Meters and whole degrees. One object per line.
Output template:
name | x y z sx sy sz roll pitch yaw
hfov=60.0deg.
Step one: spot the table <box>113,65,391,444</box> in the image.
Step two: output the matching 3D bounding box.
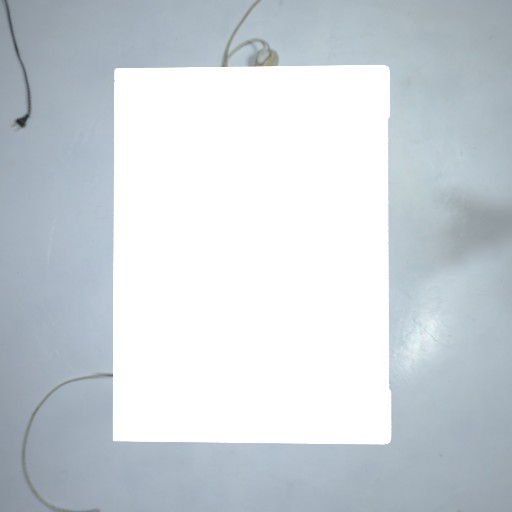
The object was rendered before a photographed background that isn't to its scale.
table | 0.000 0.000 0.926 0.420 0.510 0.570 0 89 2
